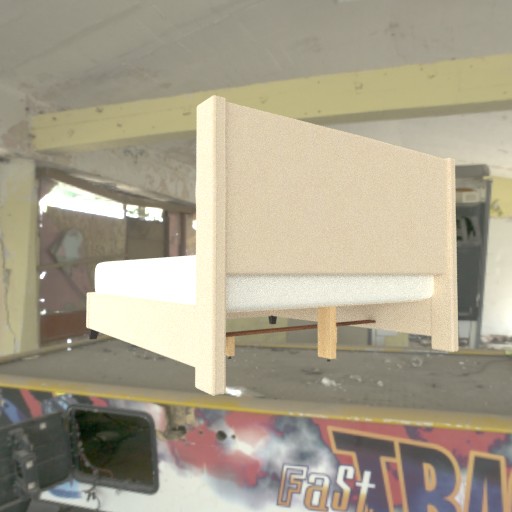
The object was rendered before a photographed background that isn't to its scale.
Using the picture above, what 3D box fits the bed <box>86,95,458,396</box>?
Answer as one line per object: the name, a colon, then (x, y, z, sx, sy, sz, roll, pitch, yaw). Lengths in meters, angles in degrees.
bed: (0.000, 0.000, 3.695, 2.145, 1.471, 2.293, 2, -3, -35)
